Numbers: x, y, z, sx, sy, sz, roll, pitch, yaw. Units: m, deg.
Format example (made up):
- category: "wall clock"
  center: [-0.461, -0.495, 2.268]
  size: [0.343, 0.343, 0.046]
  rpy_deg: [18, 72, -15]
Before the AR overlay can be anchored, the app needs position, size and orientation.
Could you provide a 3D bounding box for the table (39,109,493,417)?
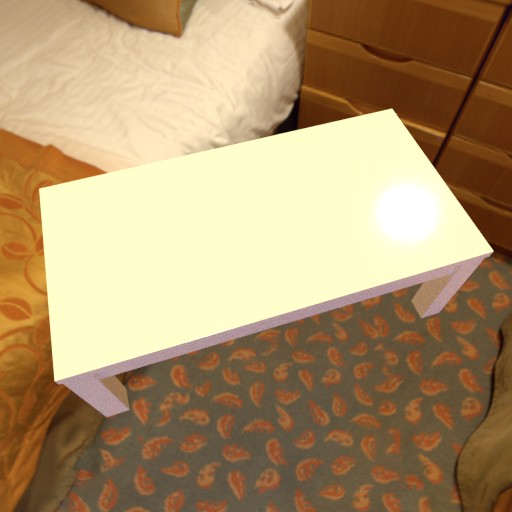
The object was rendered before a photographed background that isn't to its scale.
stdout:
- category: "table"
  center: [0.000, 0.000, 1.664]
  size: [1.350, 0.470, 0.700]
  rpy_deg: [-15, 59, -9]
